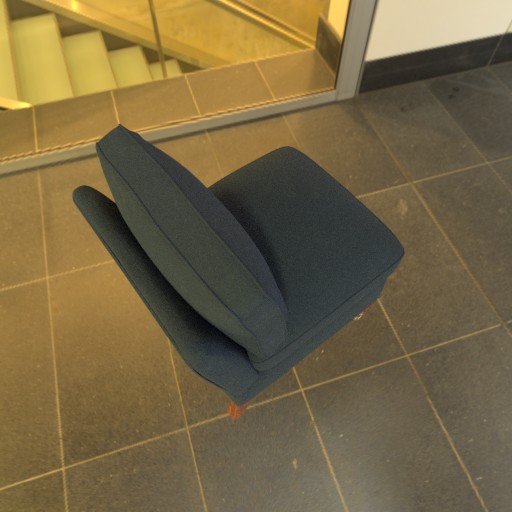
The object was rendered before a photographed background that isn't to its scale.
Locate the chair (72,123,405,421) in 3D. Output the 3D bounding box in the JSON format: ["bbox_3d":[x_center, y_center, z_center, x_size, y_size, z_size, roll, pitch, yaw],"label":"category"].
[{"bbox_3d":[0.000,0.000,1.661,0.912,1.052,0.724,-33,64,-19],"label":"chair"}]
